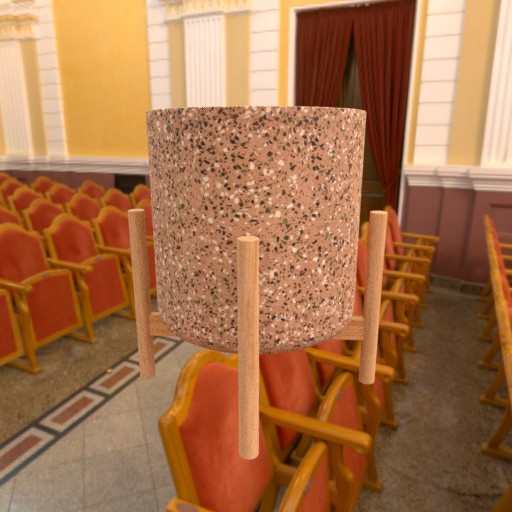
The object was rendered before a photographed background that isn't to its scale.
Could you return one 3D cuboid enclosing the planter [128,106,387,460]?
[{"bbox_3d":[0.000,0.000,0.681,0.360,0.419,0.360,7,17,24],"label":"planter"}]
